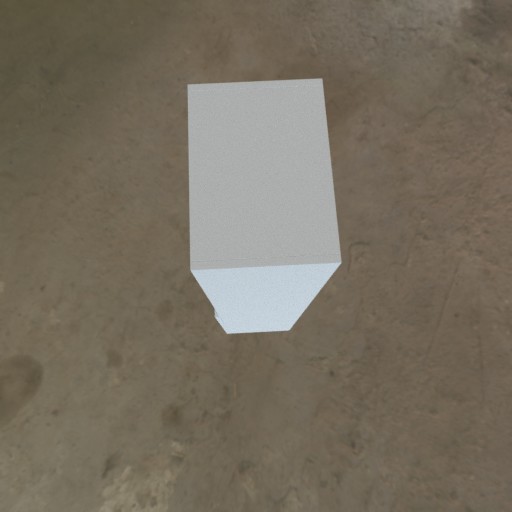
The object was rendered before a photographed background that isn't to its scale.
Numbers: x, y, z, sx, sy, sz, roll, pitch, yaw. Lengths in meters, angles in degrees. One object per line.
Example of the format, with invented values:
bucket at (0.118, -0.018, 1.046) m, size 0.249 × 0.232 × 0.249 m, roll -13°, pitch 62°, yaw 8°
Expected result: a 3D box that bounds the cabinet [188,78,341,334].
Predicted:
cabinet at (0.000, 0.000, 1.531) m, size 0.300 × 1.350 × 0.400 m, roll -3°, pitch 75°, yaw -1°
